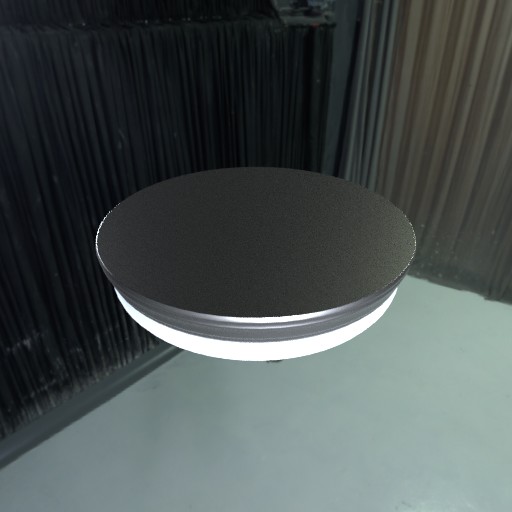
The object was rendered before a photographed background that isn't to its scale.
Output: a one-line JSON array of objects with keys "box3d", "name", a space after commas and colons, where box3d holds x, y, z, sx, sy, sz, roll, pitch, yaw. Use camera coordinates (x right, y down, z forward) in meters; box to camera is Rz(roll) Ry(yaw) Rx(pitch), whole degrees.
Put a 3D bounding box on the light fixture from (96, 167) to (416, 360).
[{"box3d": [0.000, 0.000, 0.556, 0.368, 0.100, 0.368, 0, 31, 0], "name": "light fixture"}]
